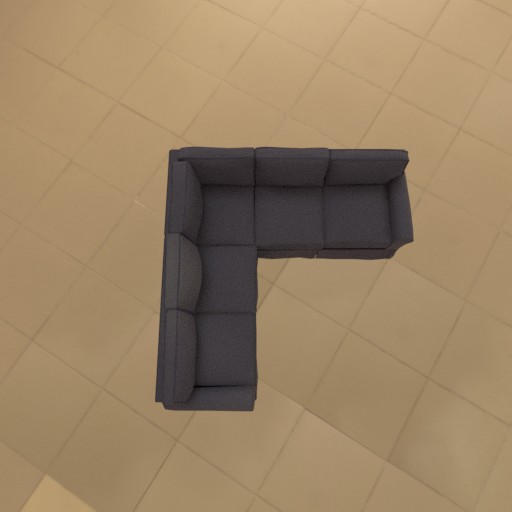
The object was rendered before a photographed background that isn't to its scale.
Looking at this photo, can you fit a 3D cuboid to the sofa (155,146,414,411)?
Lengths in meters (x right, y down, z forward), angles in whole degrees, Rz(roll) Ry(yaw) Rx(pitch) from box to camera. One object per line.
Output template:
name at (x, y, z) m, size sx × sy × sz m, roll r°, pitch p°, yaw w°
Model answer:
sofa at (0.000, 0.000, 5.017) m, size 2.874 × 1.169 × 3.773 m, roll 30°, pitch 77°, yaw 8°
